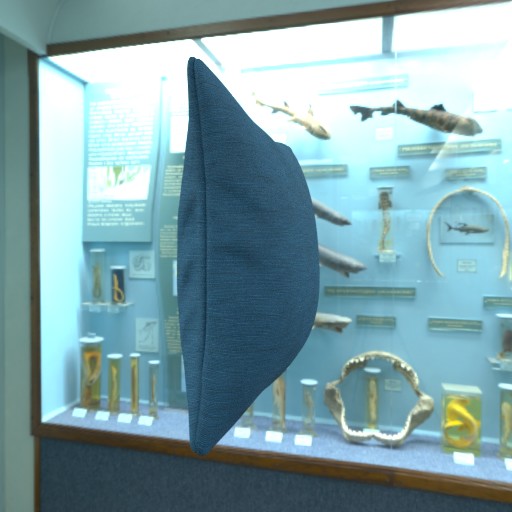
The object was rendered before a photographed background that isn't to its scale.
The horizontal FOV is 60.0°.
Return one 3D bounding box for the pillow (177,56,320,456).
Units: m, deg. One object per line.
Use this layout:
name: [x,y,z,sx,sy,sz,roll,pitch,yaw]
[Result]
pillow: [0.000,0.000,0.662,0.177,0.420,0.437,0,1,17]
